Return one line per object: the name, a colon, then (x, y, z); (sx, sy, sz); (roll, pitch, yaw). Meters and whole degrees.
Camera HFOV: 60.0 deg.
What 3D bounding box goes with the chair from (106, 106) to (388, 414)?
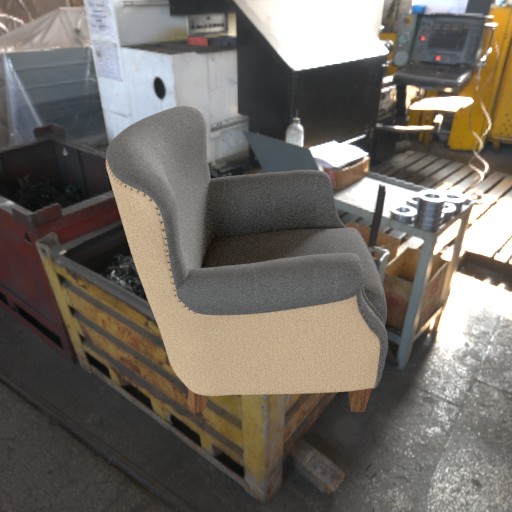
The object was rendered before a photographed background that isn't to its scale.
chair: (0.000, 0.000, 1.654); (0.921, 0.936, 0.861); (0, 32, 0)
